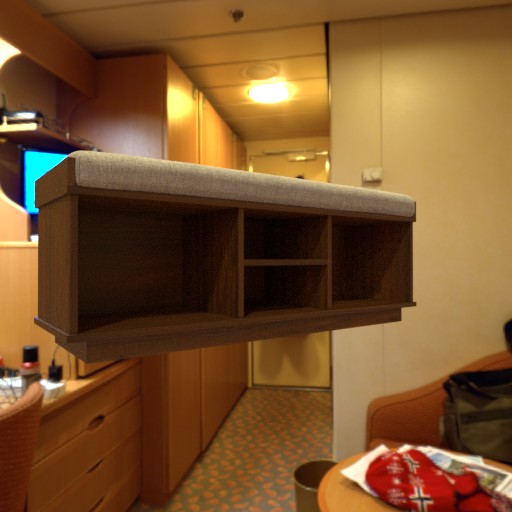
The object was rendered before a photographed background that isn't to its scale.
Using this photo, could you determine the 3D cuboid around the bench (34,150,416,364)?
[{"bbox_3d":[0.000,0.000,1.387,1.196,0.468,0.367,0,0,-36],"label":"bench"}]
